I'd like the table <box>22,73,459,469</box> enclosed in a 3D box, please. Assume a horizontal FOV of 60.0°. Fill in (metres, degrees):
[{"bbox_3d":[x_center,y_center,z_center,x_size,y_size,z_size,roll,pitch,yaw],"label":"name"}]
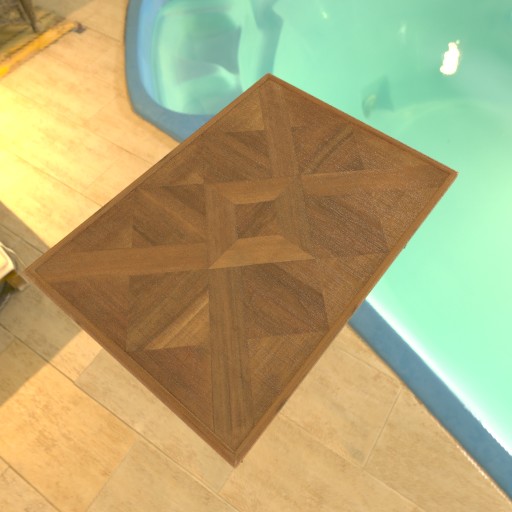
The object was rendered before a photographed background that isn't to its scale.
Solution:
[{"bbox_3d":[0.000,0.000,1.694,0.877,0.492,1.238,35,65,19],"label":"table"}]
